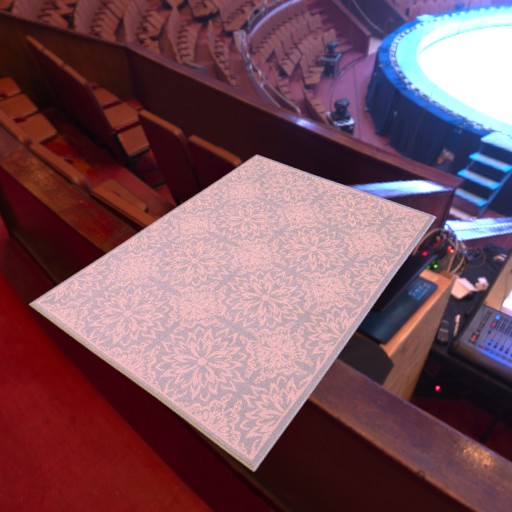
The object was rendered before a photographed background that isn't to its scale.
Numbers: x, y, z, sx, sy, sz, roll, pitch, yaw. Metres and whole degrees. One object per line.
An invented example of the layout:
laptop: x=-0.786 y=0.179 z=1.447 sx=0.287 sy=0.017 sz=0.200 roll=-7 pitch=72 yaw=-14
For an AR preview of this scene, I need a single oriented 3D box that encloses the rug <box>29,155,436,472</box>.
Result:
rug: x=0.000 y=0.000 z=2.840 sx=1.589 sy=0.014 sz=2.205 roll=25 pitch=47 yaw=27
